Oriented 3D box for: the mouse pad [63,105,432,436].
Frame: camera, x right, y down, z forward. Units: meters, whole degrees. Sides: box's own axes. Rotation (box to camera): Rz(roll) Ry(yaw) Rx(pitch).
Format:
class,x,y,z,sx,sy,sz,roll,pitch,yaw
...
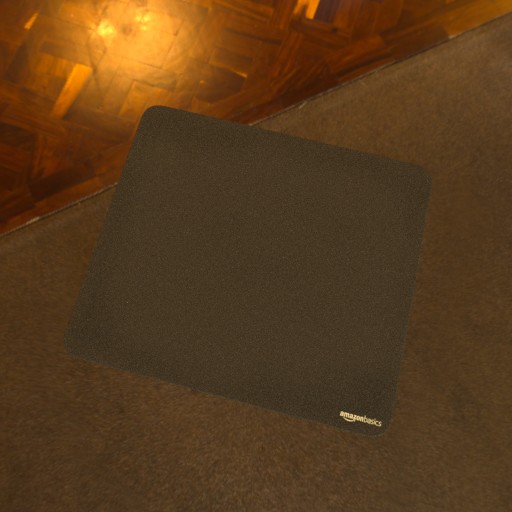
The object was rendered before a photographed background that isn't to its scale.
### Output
class,x,y,z,sx,sy,sz,roll,pitch,yaw
mouse pad,0.000,0.000,0.630,0.451,0.002,0.393,14,77,3
